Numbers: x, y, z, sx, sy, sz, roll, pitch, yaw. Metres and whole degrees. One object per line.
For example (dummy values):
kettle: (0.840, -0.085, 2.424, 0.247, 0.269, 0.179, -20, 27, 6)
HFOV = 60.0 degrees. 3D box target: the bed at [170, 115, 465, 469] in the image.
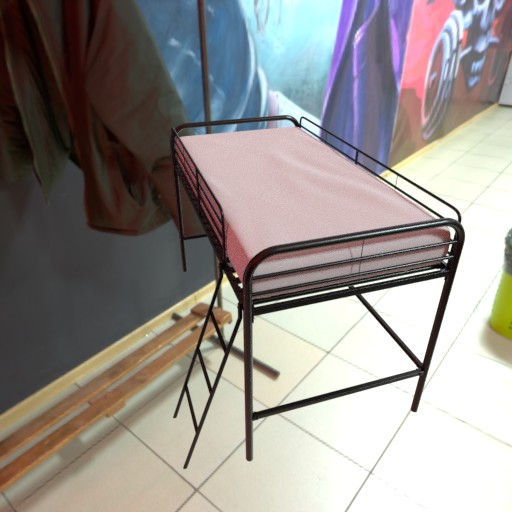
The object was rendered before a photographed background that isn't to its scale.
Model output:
bed: (0.000, 0.000, 2.910, 1.393, 1.289, 1.968, -10, 33, -15)
